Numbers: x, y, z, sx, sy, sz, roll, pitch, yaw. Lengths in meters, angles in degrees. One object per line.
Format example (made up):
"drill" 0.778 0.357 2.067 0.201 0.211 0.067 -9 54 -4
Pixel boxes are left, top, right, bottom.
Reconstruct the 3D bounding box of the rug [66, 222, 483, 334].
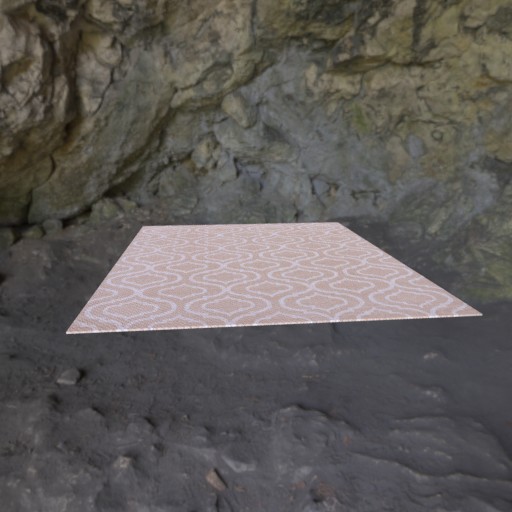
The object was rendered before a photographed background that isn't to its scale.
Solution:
"rug" 0.000 0.000 3.796 2.286 0.013 2.894 -2 15 -6
